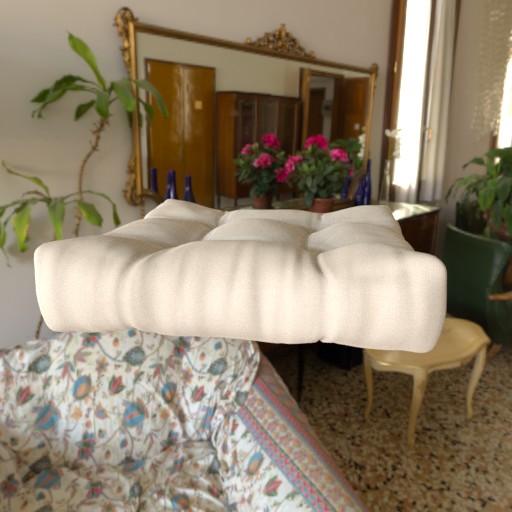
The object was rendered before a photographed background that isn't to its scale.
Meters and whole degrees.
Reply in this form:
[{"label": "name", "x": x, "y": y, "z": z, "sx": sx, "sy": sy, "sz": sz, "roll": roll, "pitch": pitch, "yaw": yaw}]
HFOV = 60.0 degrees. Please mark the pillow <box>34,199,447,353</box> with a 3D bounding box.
[{"label": "pillow", "x": 0.000, "y": 0.000, "z": 0.718, "sx": 0.490, "sy": 0.128, "sz": 0.468, "roll": 2, "pitch": 15, "yaw": 9}]
